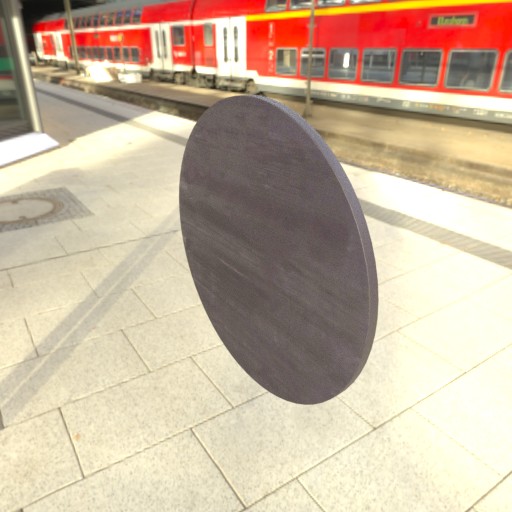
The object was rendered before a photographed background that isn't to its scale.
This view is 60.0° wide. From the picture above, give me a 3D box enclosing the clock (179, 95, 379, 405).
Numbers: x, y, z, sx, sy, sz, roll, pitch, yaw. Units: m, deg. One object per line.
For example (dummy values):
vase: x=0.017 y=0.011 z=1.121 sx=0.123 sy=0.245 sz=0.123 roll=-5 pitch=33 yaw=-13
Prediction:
clock: x=0.000 y=0.000 z=0.870 sx=0.029 sy=0.595 sz=0.595 roll=-17 pitch=31 yaw=-32
